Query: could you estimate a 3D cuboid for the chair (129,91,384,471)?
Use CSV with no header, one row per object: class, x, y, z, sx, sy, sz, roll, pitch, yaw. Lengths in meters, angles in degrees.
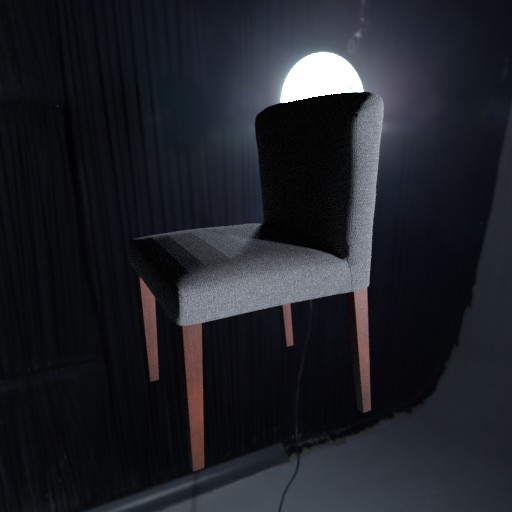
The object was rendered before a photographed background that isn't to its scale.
chair,0.000,0.000,1.187,0.589,0.839,0.491,-8,19,-25
